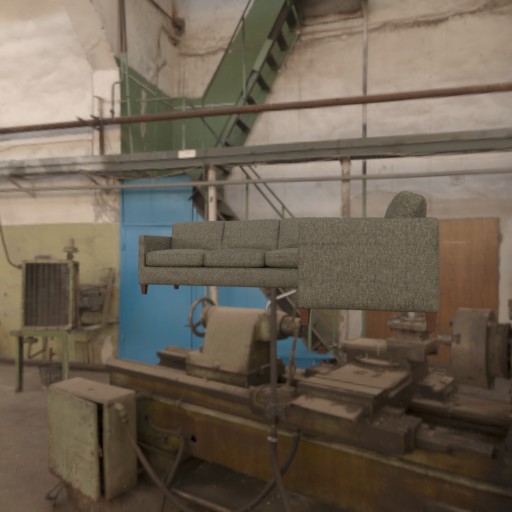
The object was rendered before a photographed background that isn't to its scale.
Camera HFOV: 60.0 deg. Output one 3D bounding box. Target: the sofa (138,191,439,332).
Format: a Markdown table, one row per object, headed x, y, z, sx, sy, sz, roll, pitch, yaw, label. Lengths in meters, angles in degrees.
| x | y | z | sx | sy | sz | roll | pitch | yaw | label |
| --- | --- | --- | --- | --- | --- | --- | --- | --- | --- |
| 0.000 | 0.000 | 4.512 | 3.302 | 0.947 | 2.593 | 0 | 1 | 18 | sofa |
